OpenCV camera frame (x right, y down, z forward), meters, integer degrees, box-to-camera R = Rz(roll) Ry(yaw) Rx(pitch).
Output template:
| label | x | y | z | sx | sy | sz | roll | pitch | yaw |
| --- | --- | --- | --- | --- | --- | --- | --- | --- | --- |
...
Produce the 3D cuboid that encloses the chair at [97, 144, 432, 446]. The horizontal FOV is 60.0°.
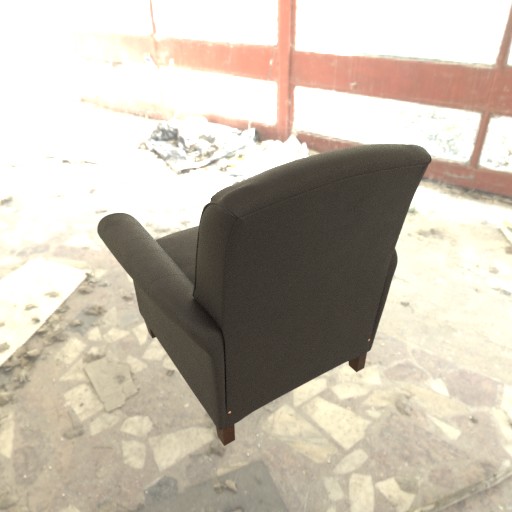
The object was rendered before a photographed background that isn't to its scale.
| label | x | y | z | sx | sy | sz | roll | pitch | yaw |
| --- | --- | --- | --- | --- | --- | --- | --- | --- | --- |
| chair | 0.000 | 0.000 | 1.751 | 0.978 | 1.061 | 0.902 | -19 | 36 | -28 |
